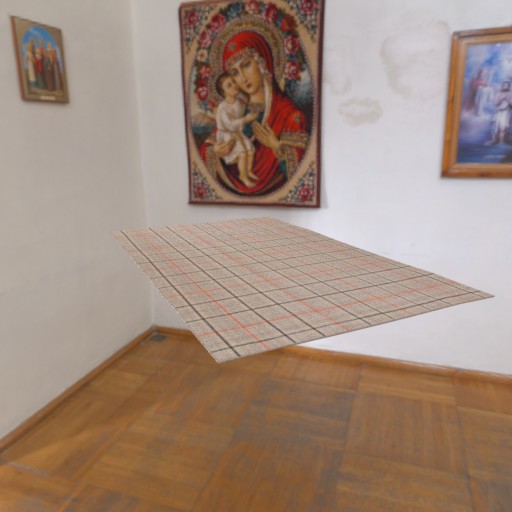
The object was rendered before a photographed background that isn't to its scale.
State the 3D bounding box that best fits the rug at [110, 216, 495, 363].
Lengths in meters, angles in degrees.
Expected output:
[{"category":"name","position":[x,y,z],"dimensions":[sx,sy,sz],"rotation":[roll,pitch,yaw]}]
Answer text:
[{"category":"rug","position":[0.000,0.000,2.996],"dimensions":[1.524,0.015,2.439],"rotation":[-8,17,-25]}]
